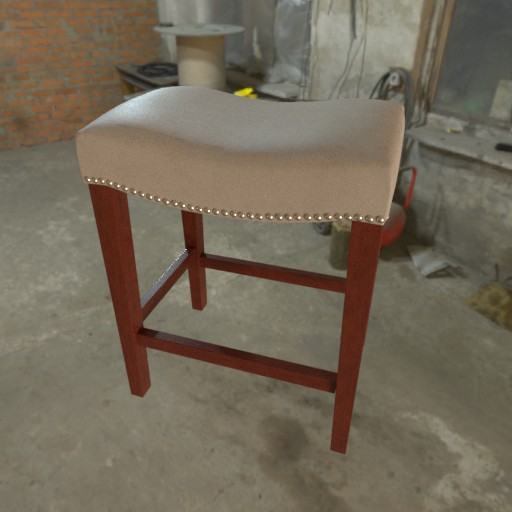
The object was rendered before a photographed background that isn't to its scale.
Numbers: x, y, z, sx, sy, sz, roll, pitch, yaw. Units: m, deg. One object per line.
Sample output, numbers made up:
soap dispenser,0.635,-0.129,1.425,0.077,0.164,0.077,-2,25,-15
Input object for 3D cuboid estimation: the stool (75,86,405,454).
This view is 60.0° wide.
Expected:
stool,0.000,0.000,0.939,0.509,0.632,0.375,10,33,15
